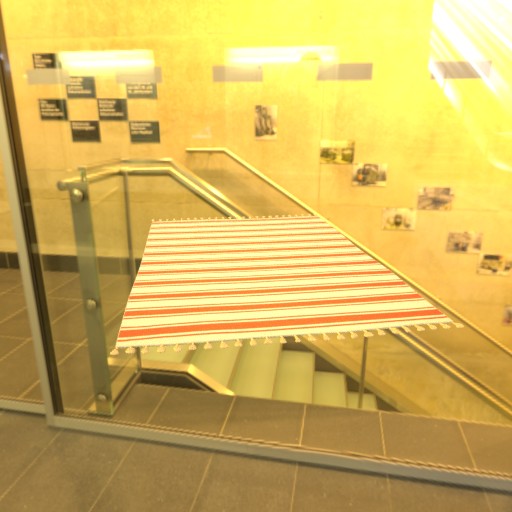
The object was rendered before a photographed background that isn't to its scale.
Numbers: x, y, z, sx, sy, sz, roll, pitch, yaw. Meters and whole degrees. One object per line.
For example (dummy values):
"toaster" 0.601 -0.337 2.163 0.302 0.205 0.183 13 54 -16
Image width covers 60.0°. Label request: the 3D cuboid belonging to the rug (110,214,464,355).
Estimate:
"rug" 0.000 0.000 3.028 1.556 0.022 2.433 -3 18 -8
